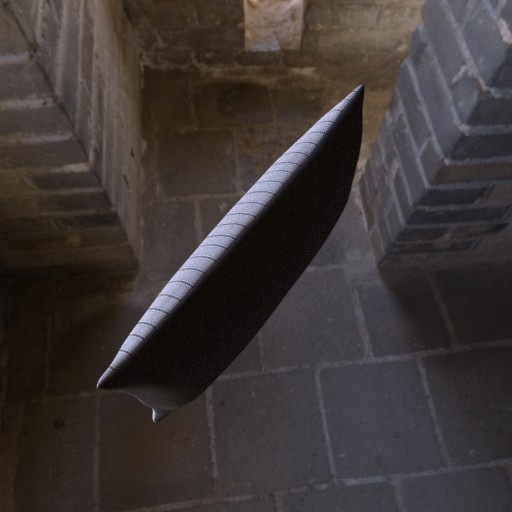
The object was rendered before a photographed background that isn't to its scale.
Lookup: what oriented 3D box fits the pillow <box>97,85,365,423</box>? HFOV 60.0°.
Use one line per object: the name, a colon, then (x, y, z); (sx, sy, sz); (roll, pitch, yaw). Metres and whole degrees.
pillow: (0.000, 0.000, 0.748); (0.151, 0.305, 0.609); (33, 68, 15)
